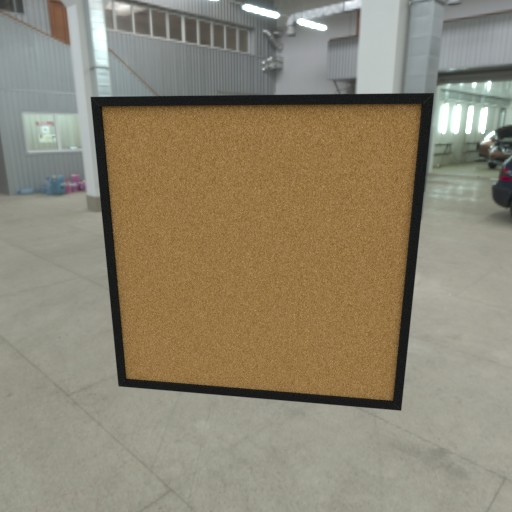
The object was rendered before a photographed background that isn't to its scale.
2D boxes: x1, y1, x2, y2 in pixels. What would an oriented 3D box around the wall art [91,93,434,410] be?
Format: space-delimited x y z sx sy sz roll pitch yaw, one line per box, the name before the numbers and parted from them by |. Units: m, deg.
wall art | 0.000 0.000 0.450 0.305 0.305 0.037 2 16 8
